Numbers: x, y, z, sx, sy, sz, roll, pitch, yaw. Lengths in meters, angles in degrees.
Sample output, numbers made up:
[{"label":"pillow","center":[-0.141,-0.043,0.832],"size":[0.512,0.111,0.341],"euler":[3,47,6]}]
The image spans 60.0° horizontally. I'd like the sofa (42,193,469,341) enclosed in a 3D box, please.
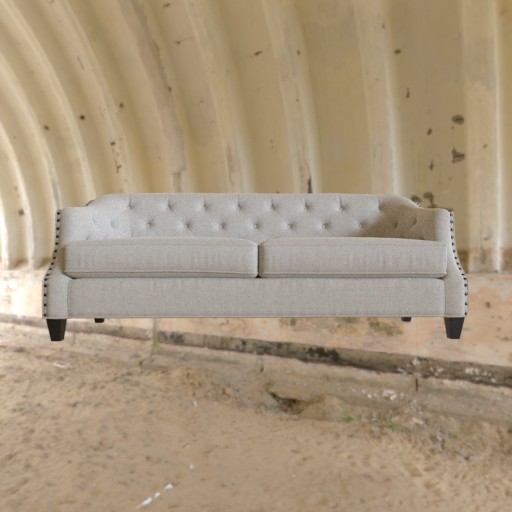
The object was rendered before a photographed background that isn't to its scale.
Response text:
[{"label":"sofa","center":[0.000,0.000,2.747],"size":[2.235,0.901,0.914],"euler":[0,-1,-2]}]
